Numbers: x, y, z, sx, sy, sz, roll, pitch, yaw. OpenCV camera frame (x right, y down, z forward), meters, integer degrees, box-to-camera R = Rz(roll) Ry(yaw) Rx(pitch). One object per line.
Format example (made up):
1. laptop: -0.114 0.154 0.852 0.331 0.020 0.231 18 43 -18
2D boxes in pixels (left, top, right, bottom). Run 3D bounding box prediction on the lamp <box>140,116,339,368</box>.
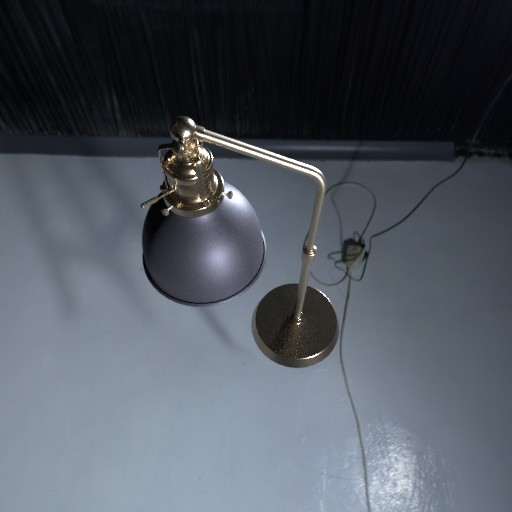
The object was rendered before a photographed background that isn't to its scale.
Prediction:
1. lamp: 0.000 0.000 0.581 0.291 0.456 0.160 1 59 0
